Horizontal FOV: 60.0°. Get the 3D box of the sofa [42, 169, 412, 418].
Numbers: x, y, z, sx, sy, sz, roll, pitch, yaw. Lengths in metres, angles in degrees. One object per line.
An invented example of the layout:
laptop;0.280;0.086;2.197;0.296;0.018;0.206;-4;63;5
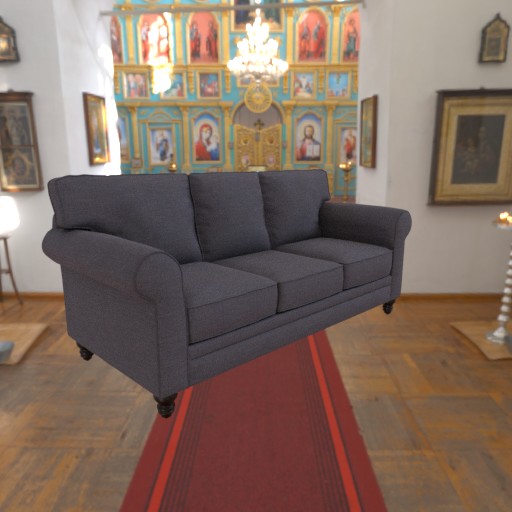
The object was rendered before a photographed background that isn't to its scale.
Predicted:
sofa;0.000;0.000;2.585;2.084;0.966;0.909;-12;17;-43
